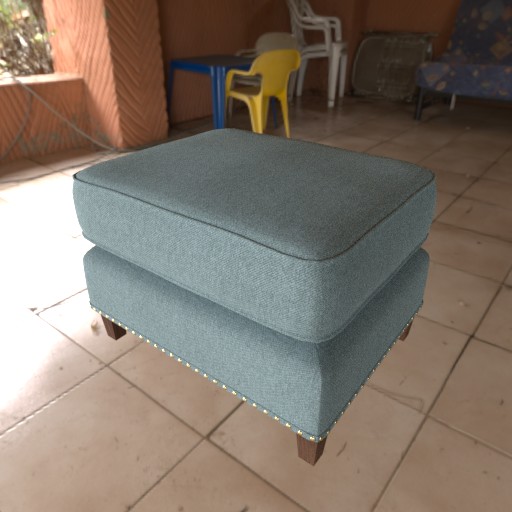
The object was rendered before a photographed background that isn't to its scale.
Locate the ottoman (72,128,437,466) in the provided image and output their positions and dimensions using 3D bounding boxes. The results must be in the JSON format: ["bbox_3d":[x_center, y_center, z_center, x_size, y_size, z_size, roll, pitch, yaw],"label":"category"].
[{"bbox_3d":[0.000,0.000,1.144,0.738,0.537,0.589,21,36,32],"label":"ottoman"}]
